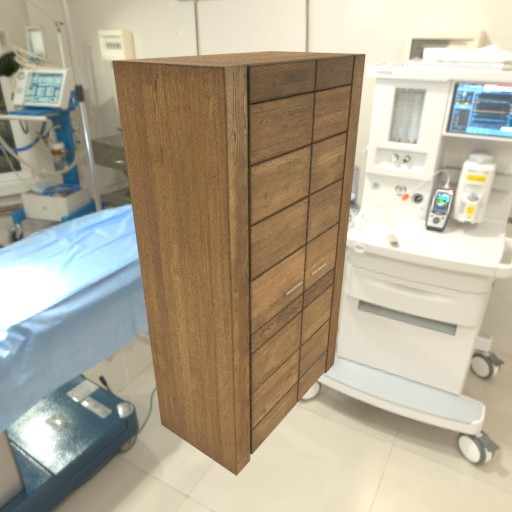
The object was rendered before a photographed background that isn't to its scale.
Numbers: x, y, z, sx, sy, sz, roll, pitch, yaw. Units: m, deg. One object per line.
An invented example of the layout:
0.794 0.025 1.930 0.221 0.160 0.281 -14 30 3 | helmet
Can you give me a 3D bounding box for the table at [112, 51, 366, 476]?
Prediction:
0.000 0.000 2.438 0.600 2.000 1.100 19 32 32 | table
